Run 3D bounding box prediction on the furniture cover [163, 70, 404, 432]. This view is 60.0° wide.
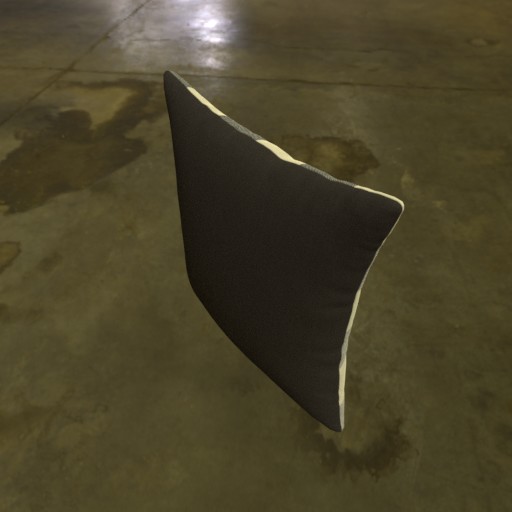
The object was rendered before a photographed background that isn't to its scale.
[{"bbox_3d":[0.000,0.000,0.789,0.161,0.509,0.511,-27,49,-27],"label":"furniture cover"}]
